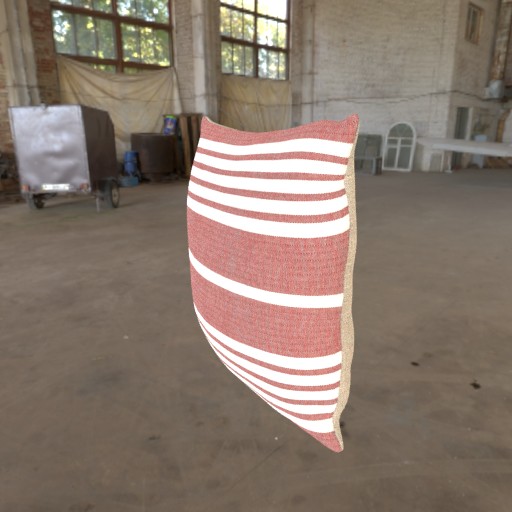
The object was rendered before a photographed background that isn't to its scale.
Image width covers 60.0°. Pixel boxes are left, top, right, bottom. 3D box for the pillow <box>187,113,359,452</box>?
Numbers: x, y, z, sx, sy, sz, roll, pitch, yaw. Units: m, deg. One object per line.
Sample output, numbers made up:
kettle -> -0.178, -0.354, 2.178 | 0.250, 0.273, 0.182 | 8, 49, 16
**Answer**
pillow -> 0.000, 0.000, 0.693 | 0.182, 0.427, 0.439 | -8, 18, -27
